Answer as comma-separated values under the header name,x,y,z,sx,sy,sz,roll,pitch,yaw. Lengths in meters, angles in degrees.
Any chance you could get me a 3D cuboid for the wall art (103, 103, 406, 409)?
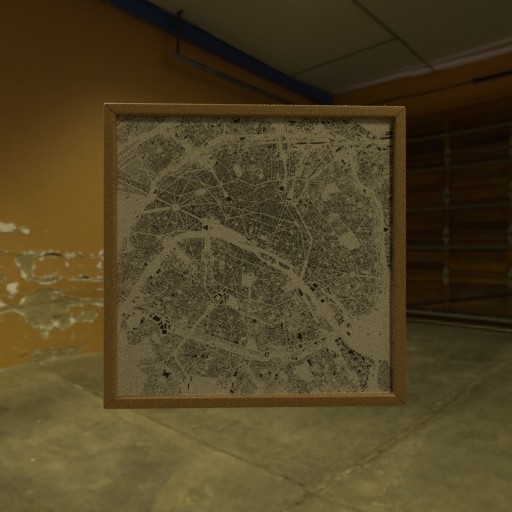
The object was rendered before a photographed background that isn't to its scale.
name,x,y,z,sx,sy,sz,roll,pitch,yaw
wall art,0.000,0.000,0.763,0.509,0.509,0.036,0,0,-2
